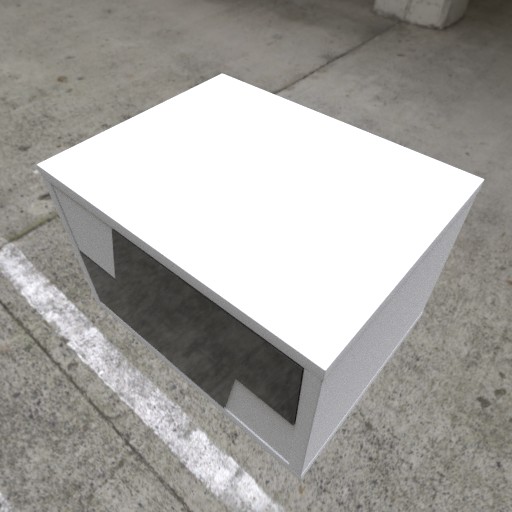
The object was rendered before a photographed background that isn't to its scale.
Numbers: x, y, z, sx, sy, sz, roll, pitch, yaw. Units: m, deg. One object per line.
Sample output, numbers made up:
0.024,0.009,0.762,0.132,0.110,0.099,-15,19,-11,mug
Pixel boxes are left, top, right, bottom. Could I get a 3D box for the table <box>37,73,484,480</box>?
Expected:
0.000,0.000,0.774,0.517,0.357,0.399,32,55,26,table
